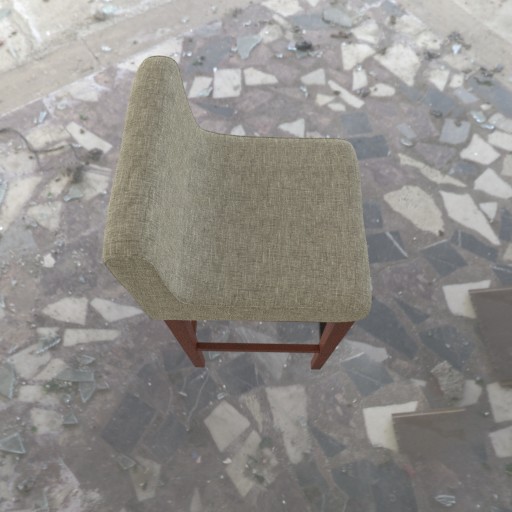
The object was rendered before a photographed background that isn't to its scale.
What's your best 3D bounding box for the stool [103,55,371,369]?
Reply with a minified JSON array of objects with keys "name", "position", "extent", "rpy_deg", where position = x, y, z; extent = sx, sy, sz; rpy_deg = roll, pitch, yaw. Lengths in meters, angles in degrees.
[{"name":"stool","position":[0.000,0.000,1.087],"extent":[0.459,0.835,0.417],"rpy_deg":[1,64,0]}]
